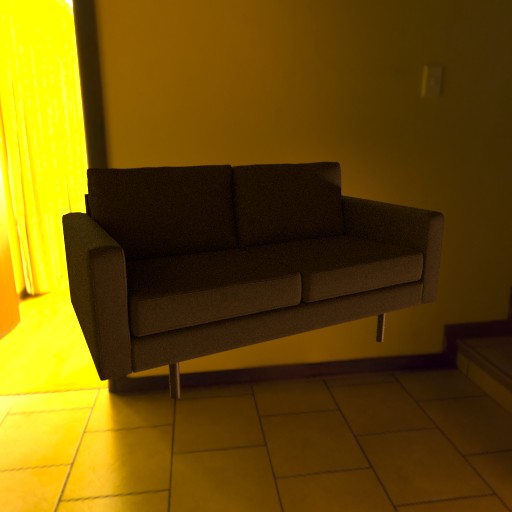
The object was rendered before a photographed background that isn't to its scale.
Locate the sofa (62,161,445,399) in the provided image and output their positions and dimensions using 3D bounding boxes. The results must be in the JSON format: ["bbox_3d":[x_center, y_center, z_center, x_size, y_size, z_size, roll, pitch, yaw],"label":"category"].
[{"bbox_3d":[0.000,0.000,2.273,1.730,0.897,0.889,-8,17,-27],"label":"sofa"}]
